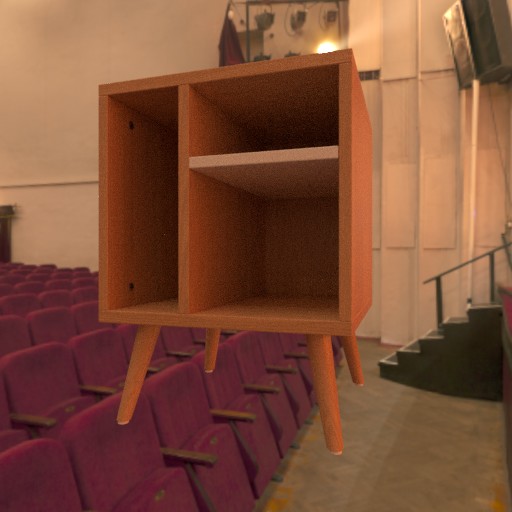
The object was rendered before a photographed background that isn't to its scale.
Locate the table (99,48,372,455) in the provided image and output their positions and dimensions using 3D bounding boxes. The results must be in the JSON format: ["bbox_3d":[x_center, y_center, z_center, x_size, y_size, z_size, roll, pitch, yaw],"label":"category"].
[{"bbox_3d":[0.000,0.000,0.837,0.400,0.550,0.400,0,0,18],"label":"table"}]
